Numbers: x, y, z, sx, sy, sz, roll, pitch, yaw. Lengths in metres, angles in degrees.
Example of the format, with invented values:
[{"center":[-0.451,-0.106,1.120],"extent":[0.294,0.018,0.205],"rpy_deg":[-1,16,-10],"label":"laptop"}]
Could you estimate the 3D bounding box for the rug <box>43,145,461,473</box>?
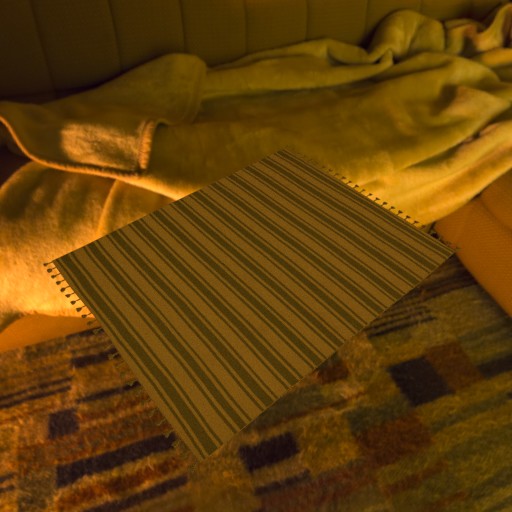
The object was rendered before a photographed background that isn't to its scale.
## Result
[{"center":[0.000,0.000,4.230],"extent":[3.201,0.005,2.439],"rpy_deg":[-32,54,-27],"label":"rug"}]
